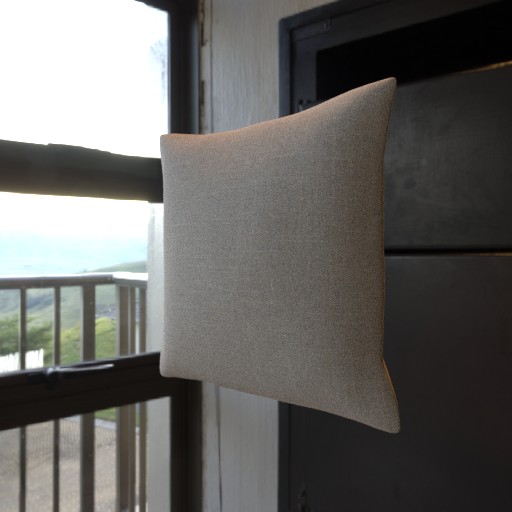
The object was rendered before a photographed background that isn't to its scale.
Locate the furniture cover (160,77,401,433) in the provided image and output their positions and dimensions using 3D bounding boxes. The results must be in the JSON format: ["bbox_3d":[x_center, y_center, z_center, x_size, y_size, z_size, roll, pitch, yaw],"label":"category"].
[{"bbox_3d":[0.000,0.000,0.781,0.512,0.506,0.178,0,0,37],"label":"furniture cover"}]
